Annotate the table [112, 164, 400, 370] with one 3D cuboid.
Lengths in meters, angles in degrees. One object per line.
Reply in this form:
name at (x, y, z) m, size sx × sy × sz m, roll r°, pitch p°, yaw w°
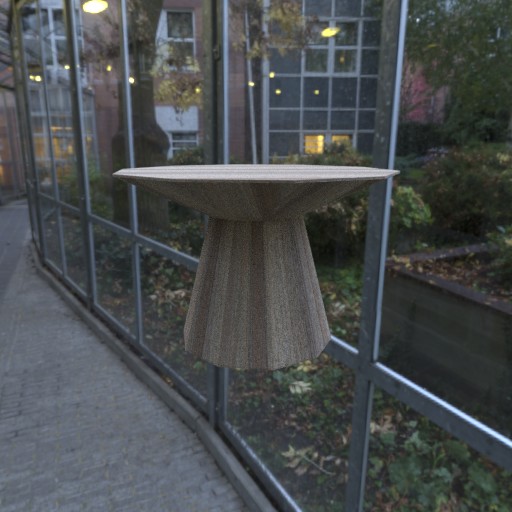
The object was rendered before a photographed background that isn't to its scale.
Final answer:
table at (0.000, 0.000, 1.971) m, size 1.186 × 0.752 × 1.186 m, roll 0°, pitch 14°, yaw 0°
